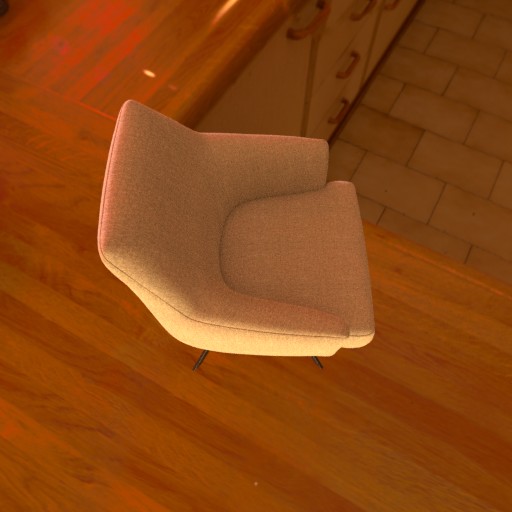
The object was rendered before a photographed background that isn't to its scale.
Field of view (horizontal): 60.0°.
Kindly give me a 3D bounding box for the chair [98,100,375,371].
[{"bbox_3d":[0.000,0.000,1.355,0.677,0.874,0.642,-1,63,0],"label":"chair"}]
